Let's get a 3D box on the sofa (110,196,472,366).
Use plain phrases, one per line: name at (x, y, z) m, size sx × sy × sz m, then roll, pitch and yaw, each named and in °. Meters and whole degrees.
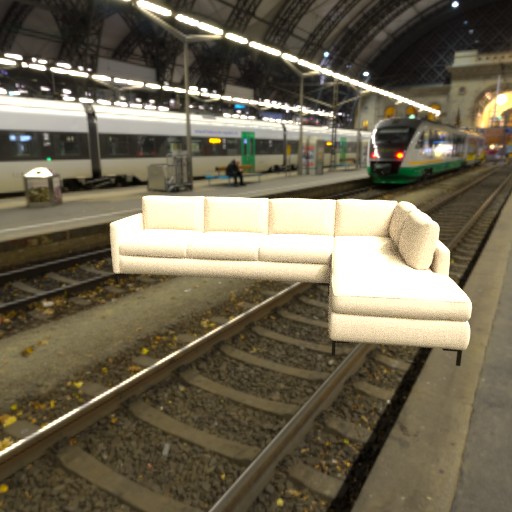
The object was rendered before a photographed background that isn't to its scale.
sofa at (0.000, 0.000, 3.777) m, size 2.949 × 0.815 × 2.007 m, roll 2°, pitch 14°, yaw 10°
